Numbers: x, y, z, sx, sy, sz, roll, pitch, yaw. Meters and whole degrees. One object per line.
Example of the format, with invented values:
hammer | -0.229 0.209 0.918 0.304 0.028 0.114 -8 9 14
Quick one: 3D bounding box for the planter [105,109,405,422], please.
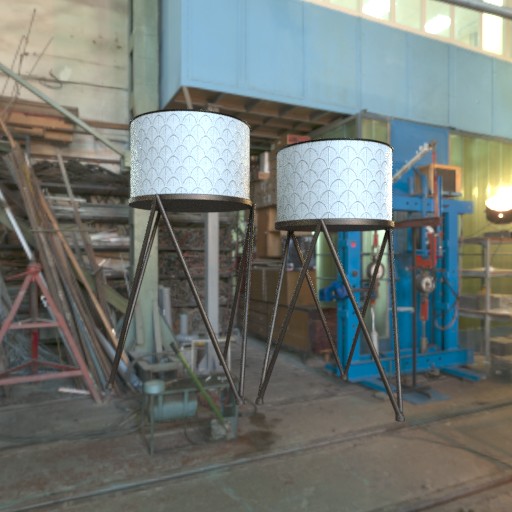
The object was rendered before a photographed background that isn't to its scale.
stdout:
planter | 0.000 0.000 1.198 0.769 0.712 0.413 0 0 19
